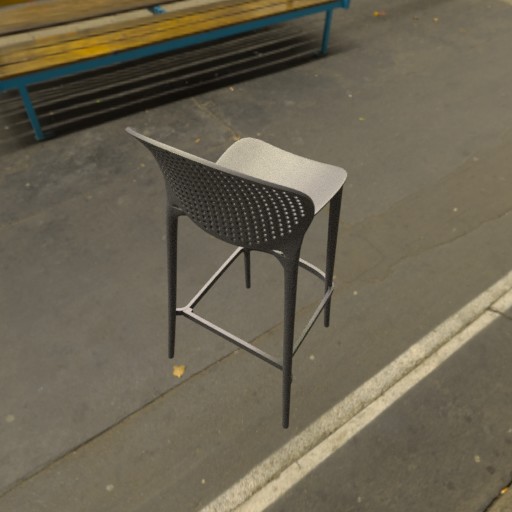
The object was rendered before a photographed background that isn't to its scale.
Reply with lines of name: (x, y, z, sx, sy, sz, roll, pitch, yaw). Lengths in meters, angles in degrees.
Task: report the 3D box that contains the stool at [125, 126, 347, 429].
stool: (0.000, 0.000, 1.381, 0.536, 1.045, 0.535, 25, 51, 22)
